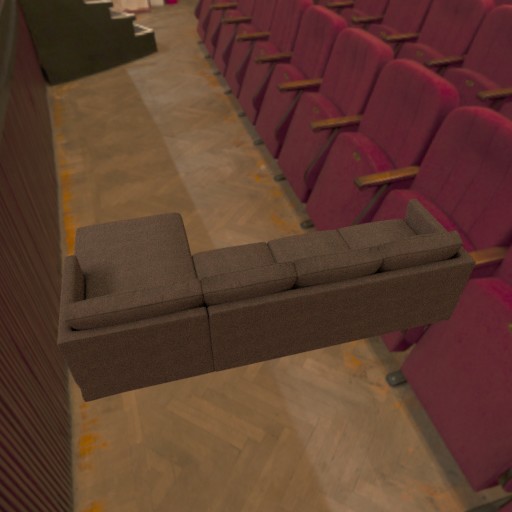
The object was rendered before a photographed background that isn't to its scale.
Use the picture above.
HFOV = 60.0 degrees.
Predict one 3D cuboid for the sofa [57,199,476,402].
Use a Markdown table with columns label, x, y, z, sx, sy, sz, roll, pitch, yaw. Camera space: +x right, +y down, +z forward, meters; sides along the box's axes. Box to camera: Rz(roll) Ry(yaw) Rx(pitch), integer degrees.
| label | x | y | z | sx | sy | sz | roll | pitch | yaw |
| --- | --- | --- | --- | --- | --- | --- | --- | --- | --- |
| sofa | 0.000 | 0.000 | 3.979 | 3.205 | 0.922 | 1.650 | -10 | 43 | -11 |
